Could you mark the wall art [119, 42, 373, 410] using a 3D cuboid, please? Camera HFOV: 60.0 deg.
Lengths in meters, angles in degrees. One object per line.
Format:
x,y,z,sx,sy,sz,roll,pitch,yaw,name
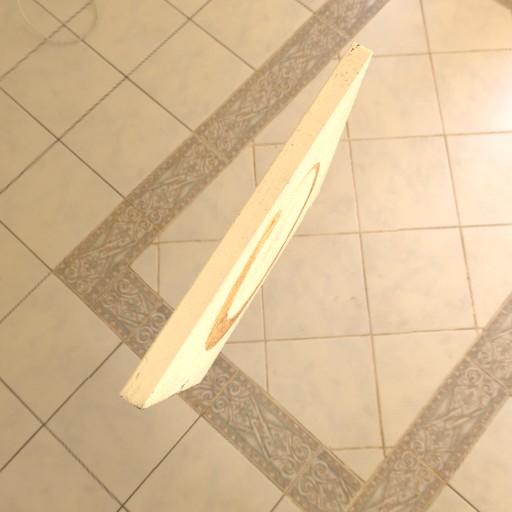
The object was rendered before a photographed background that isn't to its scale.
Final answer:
0.000,0.000,0.912,0.040,0.611,0.610,31,79,7,wall art
